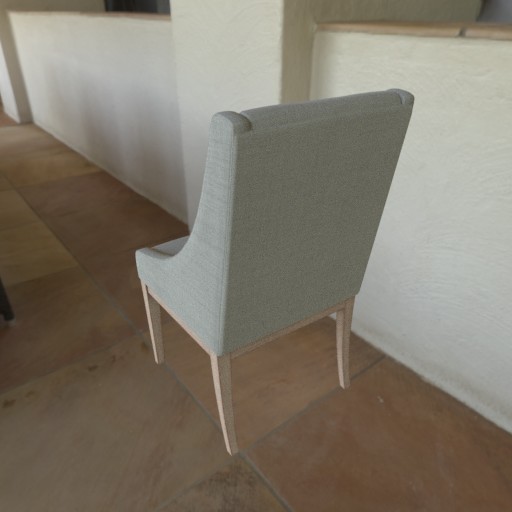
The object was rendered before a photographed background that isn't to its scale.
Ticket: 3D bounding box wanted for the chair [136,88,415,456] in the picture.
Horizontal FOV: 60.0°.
[{"bbox_3d":[0.000,0.000,1.395,0.575,1.021,0.611,-19,34,-30],"label":"chair"}]
